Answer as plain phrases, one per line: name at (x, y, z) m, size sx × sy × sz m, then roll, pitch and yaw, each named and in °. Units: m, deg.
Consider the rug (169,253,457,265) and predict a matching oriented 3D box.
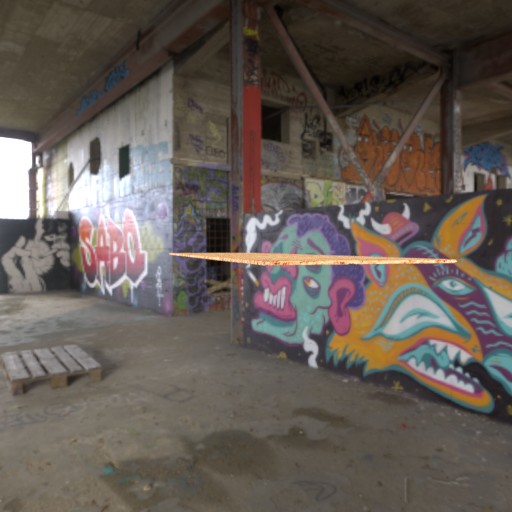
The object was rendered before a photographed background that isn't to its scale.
rug at (0.000, 0.000, 2.425) m, size 0.680 × 0.014 × 2.237 m, roll 0°, pitch 1°, yaw -18°
